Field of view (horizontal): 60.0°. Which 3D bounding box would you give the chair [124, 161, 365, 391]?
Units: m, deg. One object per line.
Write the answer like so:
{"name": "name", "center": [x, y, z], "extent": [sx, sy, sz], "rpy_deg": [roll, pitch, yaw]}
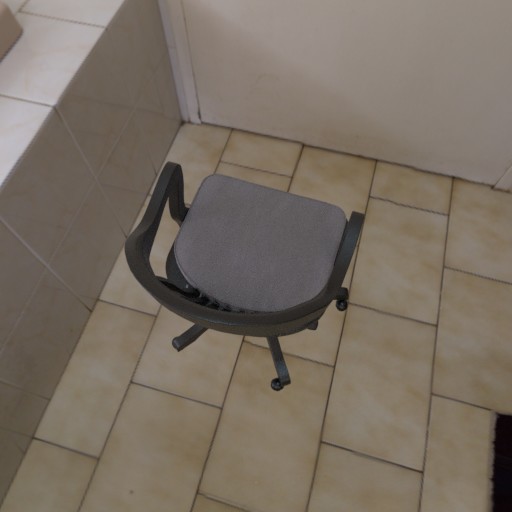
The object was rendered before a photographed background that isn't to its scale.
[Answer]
{"name": "chair", "center": [0.000, 0.000, 1.510], "extent": [0.750, 0.878, 0.788], "rpy_deg": [16, 64, 8]}
